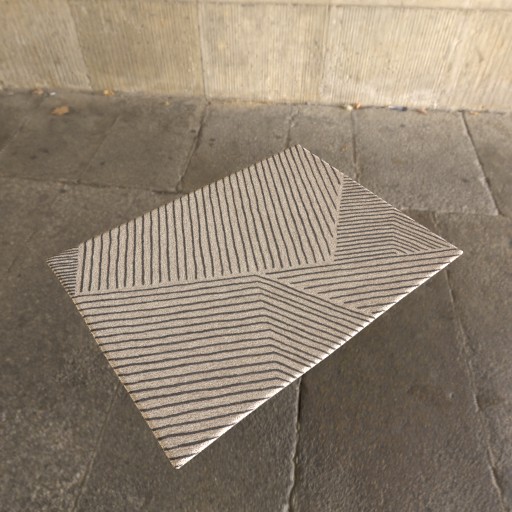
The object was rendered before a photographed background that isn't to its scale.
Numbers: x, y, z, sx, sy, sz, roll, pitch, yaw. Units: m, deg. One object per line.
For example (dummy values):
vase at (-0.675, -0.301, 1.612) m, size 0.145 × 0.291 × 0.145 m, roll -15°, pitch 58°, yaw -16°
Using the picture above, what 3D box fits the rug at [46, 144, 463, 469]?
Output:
rug at (0.000, 0.000, 3.225) m, size 2.449 × 0.028 × 1.829 m, roll -30°, pitch 53°, yaw -25°
